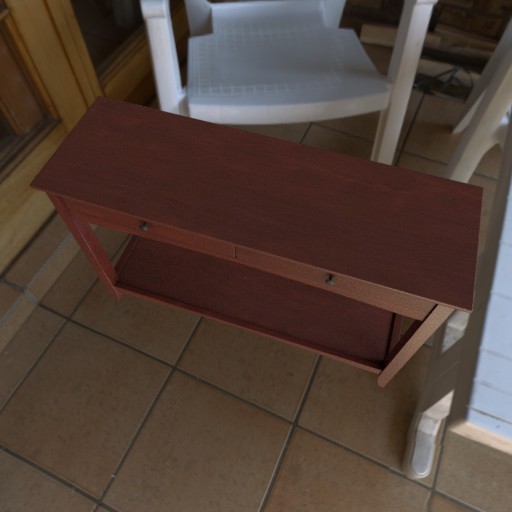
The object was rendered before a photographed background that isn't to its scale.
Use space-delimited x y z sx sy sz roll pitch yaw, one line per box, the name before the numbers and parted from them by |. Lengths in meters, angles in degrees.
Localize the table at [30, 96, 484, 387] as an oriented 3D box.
table | 0.000 0.000 1.531 1.188 0.739 0.392 16 60 9
